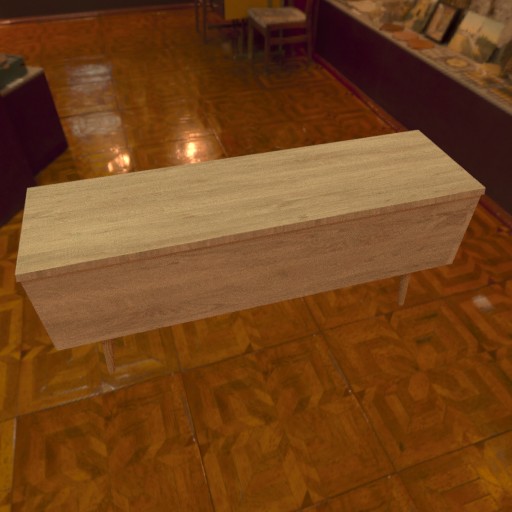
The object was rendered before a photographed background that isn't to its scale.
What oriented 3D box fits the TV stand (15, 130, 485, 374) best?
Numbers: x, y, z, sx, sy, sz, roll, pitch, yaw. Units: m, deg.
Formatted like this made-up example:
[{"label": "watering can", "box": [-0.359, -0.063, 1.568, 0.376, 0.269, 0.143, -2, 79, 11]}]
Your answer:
[{"label": "TV stand", "box": [0.000, 0.000, 1.519, 1.313, 0.565, 0.401, -11, 45, -12]}]
